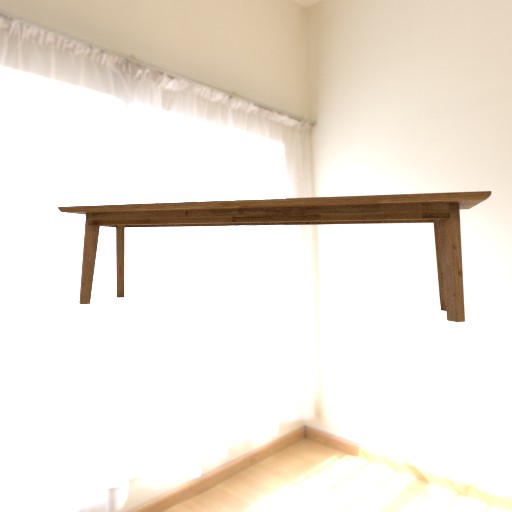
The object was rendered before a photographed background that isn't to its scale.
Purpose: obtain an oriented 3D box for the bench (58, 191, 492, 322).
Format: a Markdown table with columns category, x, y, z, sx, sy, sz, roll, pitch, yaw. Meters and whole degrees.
| category | x | y | z | sx | sy | sz | roll | pitch | yaw |
| --- | --- | --- | --- | --- | --- | --- | --- | --- | --- |
| bench | 0.000 | 0.000 | 1.855 | 1.698 | 0.431 | 0.378 | 0 | 1 | 18 |
